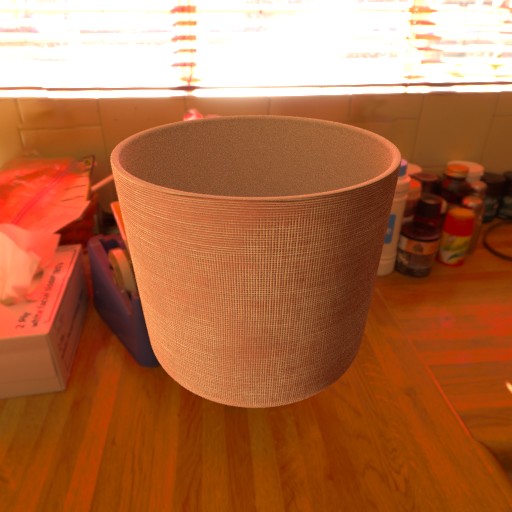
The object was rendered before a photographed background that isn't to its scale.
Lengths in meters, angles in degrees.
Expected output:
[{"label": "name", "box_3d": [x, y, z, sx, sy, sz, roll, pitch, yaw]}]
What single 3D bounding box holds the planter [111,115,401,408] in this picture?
[{"label": "planter", "box_3d": [0.000, 0.000, 0.794, 0.440, 0.398, 0.440, 0, 30, 0]}]
